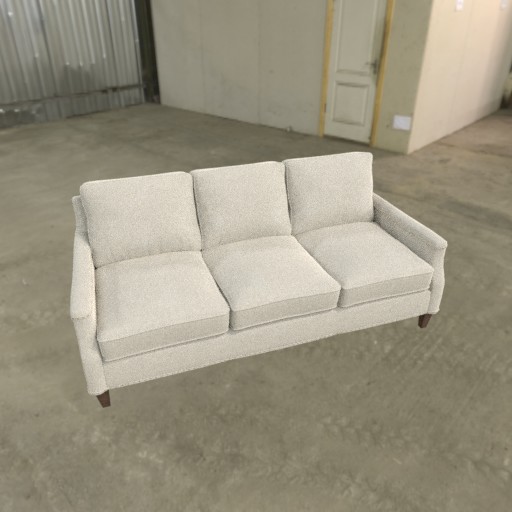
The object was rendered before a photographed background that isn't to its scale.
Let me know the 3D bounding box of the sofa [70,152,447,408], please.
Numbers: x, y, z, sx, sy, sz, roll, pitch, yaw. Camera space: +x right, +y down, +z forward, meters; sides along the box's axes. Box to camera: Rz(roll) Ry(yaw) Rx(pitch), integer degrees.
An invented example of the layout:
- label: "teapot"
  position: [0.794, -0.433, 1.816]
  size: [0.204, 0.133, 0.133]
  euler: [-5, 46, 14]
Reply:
- label: "sofa"
  position: [0.000, 0.000, 2.907]
  size: [2.246, 1.003, 1.084]
  euler: [-10, 32, -16]
